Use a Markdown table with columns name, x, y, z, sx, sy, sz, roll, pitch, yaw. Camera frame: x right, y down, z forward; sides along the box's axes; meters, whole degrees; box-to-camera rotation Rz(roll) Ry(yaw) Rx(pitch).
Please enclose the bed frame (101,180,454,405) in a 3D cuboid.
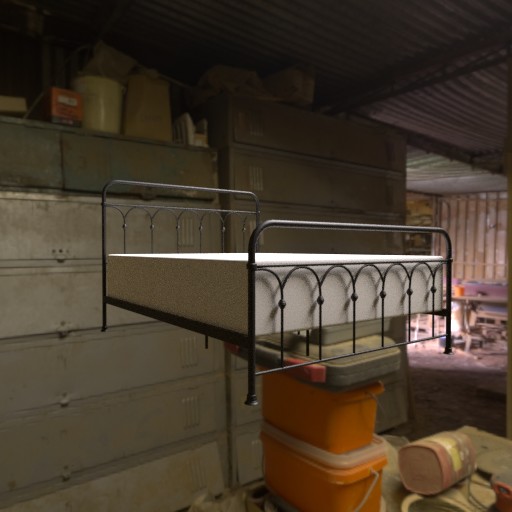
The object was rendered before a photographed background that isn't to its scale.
| name | x | y | z | sx | sy | sz | roll | pitch | yaw |
| --- | --- | --- | --- | --- | --- | --- | --- | --- | --- |
| bed frame | 0.000 | 0.000 | 3.316 | 1.664 | 1.276 | 2.203 | -1 | 1 | -36 |
